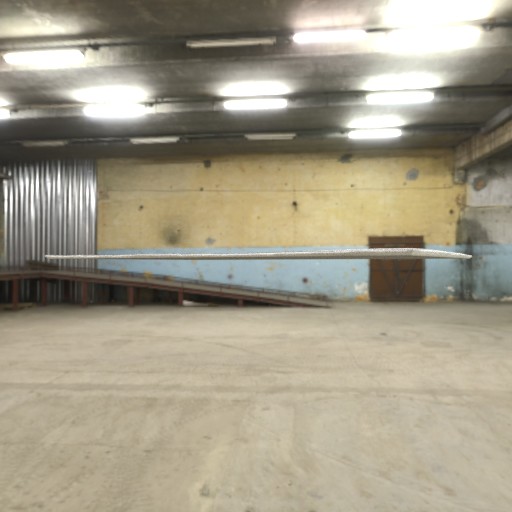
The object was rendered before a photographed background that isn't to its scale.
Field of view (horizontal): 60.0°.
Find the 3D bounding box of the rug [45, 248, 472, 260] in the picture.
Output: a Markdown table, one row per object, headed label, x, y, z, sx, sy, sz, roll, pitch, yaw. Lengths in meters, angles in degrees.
| label | x | y | z | sx | sy | sz | roll | pitch | yaw |
| --- | --- | --- | --- | --- | --- | --- | --- | --- | --- |
| rug | 0.000 | 0.000 | 2.989 | 2.447 | 0.036 | 1.537 | -1 | -1 | 34 |
